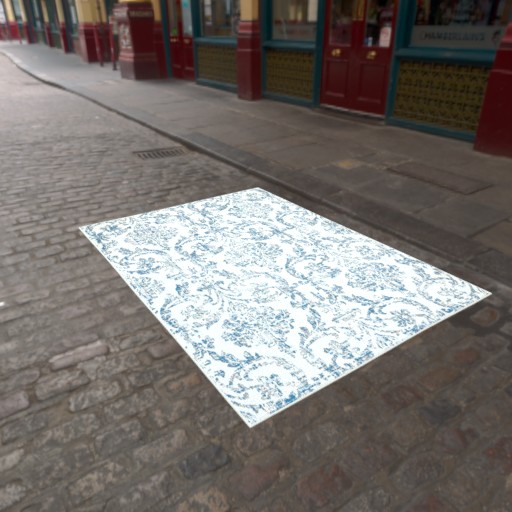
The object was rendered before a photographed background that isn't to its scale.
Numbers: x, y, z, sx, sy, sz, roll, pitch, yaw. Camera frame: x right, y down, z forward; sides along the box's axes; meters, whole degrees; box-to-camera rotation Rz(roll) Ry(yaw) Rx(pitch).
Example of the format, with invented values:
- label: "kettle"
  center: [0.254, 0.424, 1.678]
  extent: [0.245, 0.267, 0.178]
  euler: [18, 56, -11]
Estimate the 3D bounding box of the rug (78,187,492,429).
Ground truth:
- label: "rug"
  center: [0.000, 0.000, 2.792]
  extent: [1.586, 0.014, 2.197]
  euler: [-18, 32, -31]
